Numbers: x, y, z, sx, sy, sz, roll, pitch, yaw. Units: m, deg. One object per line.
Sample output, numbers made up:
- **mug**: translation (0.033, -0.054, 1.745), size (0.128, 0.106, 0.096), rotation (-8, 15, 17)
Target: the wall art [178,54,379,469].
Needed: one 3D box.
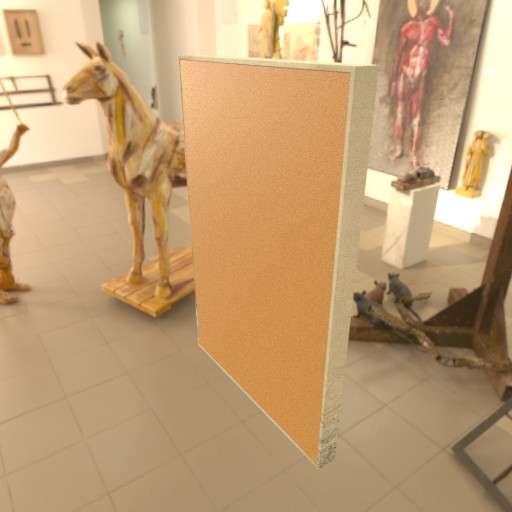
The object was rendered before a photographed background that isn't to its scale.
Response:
- **wall art**: translation (0.000, 0.000, 0.746), size (0.036, 0.607, 0.403), rotation (-18, 31, -32)
